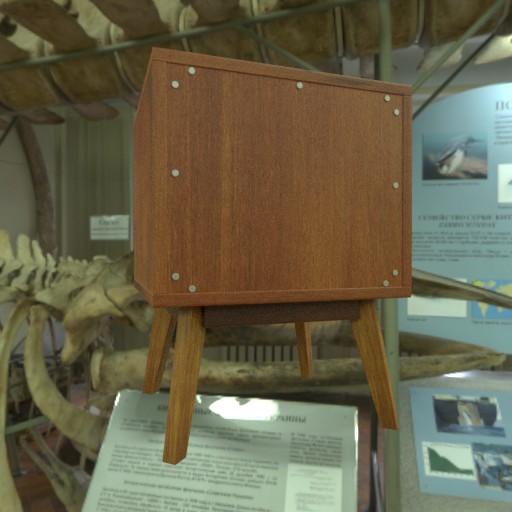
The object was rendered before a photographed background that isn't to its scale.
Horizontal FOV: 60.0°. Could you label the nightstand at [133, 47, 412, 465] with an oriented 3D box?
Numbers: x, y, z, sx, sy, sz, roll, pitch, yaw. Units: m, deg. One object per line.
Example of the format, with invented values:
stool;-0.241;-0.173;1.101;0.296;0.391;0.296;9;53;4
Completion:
nightstand;0.000;0.000;0.915;0.460;0.618;0.411;0;1;-19
